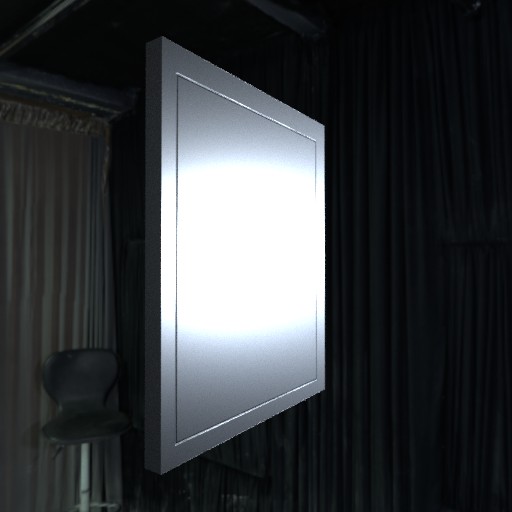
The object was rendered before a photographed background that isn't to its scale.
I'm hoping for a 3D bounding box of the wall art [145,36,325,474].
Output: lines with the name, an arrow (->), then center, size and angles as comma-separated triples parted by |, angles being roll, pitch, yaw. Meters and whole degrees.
wall art -> 0.000, 0.000, 0.761 | 0.031, 0.558, 0.461 | 0, -1, 35
